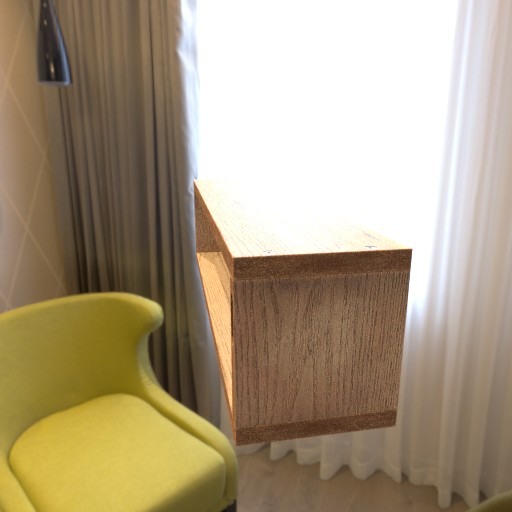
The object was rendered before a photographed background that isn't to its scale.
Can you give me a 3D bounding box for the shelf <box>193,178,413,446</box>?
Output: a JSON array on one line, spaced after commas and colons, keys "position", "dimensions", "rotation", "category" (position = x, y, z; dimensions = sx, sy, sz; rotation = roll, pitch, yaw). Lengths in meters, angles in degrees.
[{"position": [0.000, 0.000, 0.663], "dimensions": [0.150, 0.170, 0.610], "rotation": [-3, 16, -10], "category": "shelf"}]
